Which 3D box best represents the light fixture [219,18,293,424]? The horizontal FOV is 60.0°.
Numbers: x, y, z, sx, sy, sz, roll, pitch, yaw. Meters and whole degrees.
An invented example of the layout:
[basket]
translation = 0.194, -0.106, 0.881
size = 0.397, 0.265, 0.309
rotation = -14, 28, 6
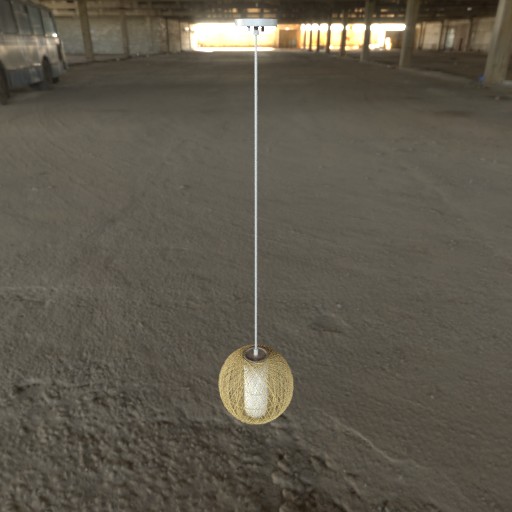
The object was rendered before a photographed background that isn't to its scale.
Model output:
[light fixture]
translation = 0.000, 0.000, 2.076
size = 0.406, 1.955, 0.407
rotation = 0, 26, 0
